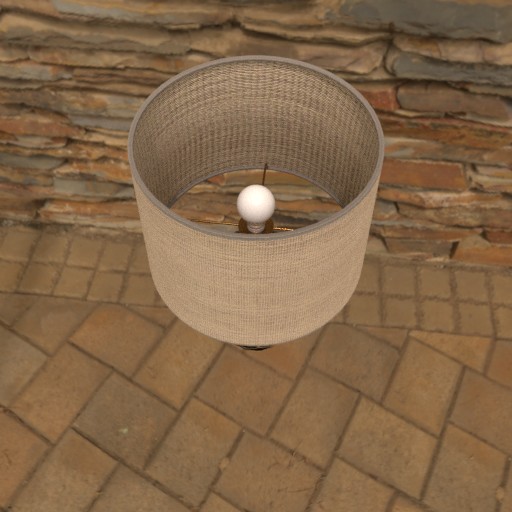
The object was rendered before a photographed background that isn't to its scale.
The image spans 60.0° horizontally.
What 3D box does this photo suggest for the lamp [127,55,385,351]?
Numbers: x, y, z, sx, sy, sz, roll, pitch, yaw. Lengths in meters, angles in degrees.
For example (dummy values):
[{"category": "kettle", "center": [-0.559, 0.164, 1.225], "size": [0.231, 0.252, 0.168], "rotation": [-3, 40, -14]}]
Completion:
[{"category": "lamp", "center": [0.000, 0.000, 0.817], "size": [0.376, 0.594, 0.376], "rotation": [0, 58, 0]}]
